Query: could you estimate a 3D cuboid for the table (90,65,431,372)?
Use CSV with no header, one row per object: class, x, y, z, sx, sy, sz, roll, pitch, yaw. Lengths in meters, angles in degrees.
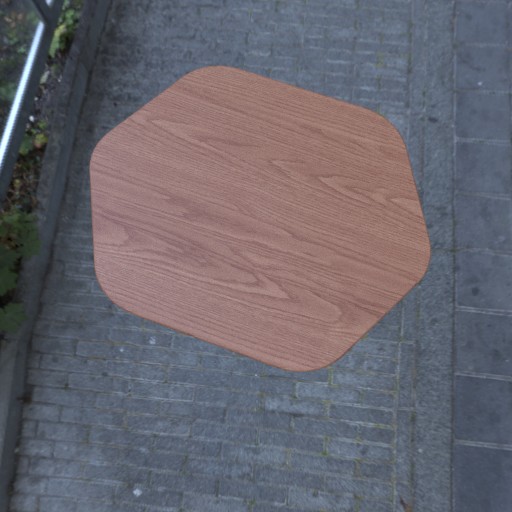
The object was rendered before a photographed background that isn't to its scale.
table,0.000,0.000,0.891,0.500,0.562,0.400,19,76,5
